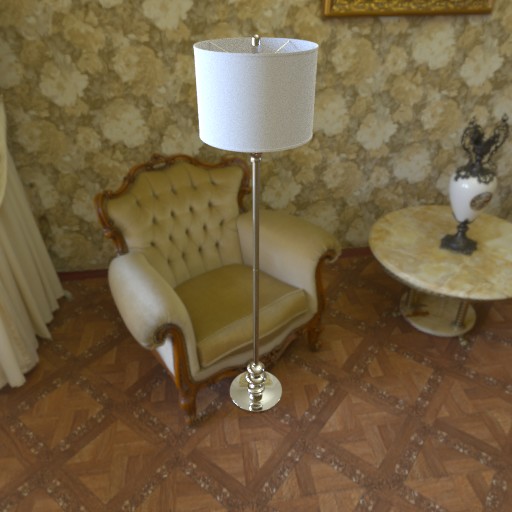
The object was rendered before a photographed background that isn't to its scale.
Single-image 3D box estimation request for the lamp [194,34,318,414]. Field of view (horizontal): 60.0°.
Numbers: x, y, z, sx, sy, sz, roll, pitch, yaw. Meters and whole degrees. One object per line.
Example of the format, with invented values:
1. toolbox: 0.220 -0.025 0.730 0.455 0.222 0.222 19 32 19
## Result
1. lamp: 0.000 0.000 1.654 0.356 1.487 0.356 21 38 30
